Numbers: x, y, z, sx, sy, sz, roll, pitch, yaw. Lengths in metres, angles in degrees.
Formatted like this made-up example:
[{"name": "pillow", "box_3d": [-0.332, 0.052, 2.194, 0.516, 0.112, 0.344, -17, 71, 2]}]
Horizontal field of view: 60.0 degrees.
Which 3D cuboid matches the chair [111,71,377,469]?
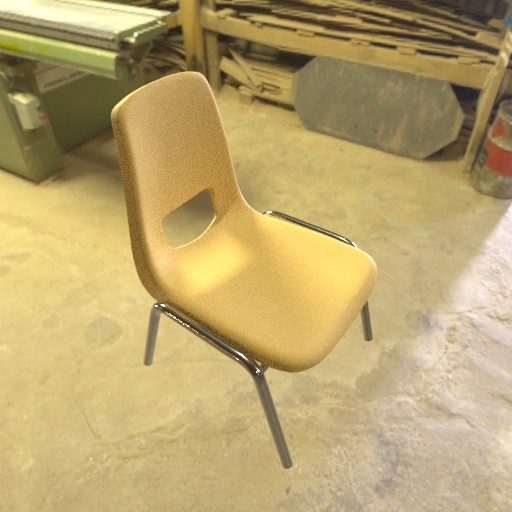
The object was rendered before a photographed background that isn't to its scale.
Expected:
[{"name": "chair", "box_3d": [0.000, 0.000, 0.777, 0.385, 0.536, 0.354, 25, 46, 26]}]
